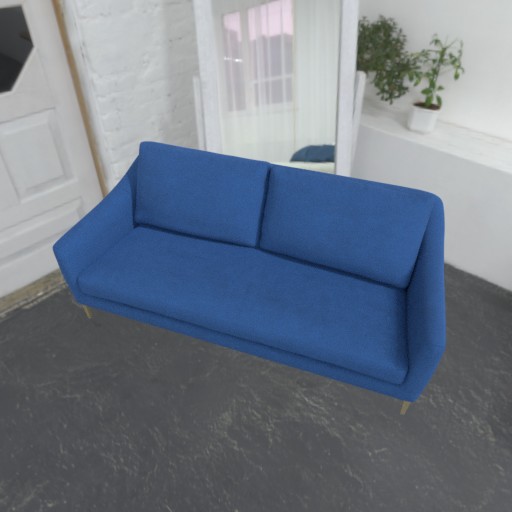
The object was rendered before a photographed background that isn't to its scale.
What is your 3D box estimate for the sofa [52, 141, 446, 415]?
[{"bbox_3d":[0.000,0.000,2.548,2.036,0.903,0.960,13,42,15],"label":"sofa"}]
